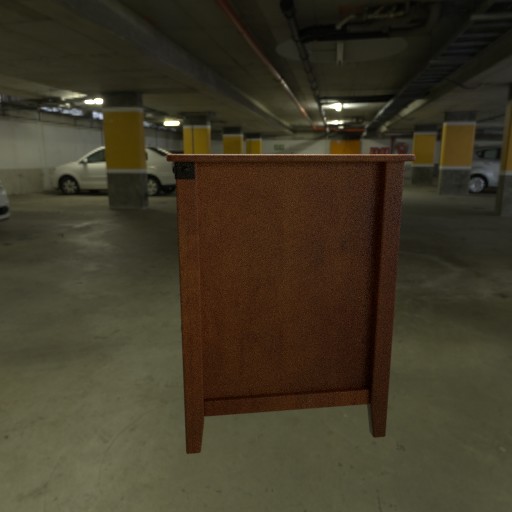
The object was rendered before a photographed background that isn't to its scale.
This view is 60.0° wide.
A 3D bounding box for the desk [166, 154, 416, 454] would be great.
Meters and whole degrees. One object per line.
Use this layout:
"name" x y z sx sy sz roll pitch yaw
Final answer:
"desk" 0.000 0.000 1.721 0.574 0.756 1.353 -2 12 -8
